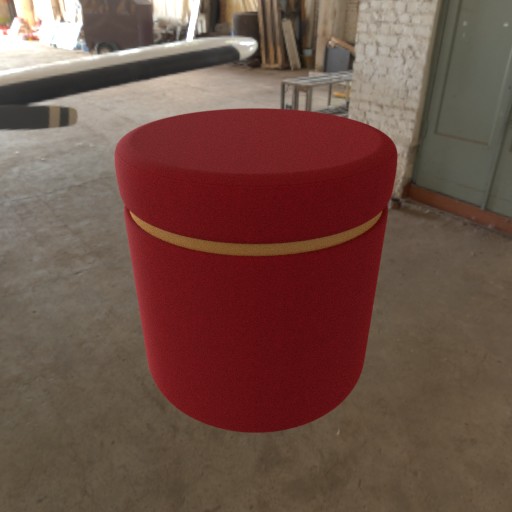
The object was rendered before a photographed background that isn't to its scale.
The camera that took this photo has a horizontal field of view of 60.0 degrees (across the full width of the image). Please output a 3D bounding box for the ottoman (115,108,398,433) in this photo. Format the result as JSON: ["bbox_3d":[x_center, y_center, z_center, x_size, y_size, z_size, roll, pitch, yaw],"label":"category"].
[{"bbox_3d":[0.000,0.000,0.737,0.400,0.406,0.400,0,30,0],"label":"ottoman"}]
